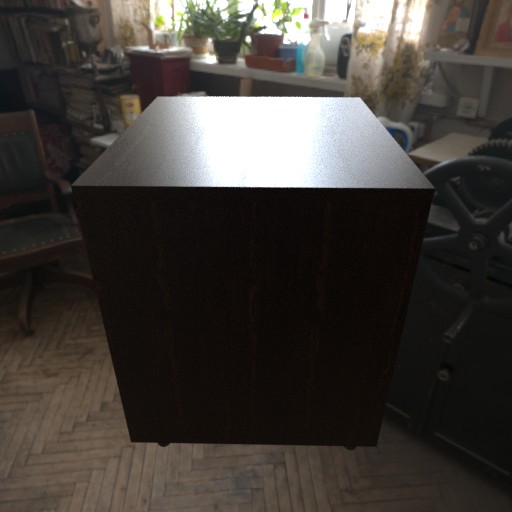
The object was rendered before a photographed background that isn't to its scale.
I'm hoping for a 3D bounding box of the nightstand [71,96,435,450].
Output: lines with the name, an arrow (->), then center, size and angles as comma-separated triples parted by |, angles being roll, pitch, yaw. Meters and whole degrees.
nightstand -> 0.000, 0.000, 0.853 | 0.427, 0.487, 0.489 | 1, 31, 1
